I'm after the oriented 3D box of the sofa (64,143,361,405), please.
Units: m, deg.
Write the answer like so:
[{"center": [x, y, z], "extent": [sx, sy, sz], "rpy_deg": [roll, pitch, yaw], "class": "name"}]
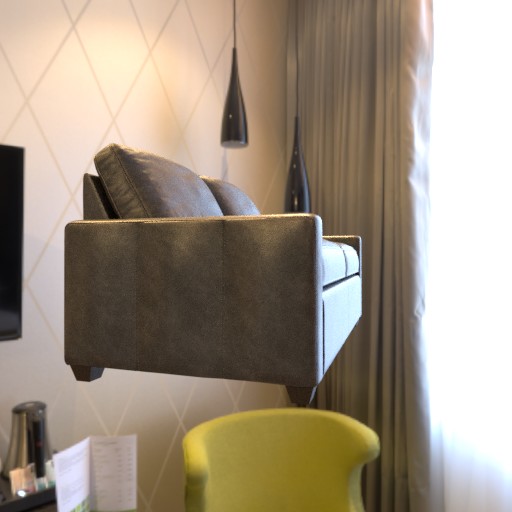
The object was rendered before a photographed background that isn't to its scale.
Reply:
[{"center": [0.000, 0.000, 2.282], "extent": [0.939, 0.916, 1.732], "rpy_deg": [0, 0, 18], "class": "sofa"}]
